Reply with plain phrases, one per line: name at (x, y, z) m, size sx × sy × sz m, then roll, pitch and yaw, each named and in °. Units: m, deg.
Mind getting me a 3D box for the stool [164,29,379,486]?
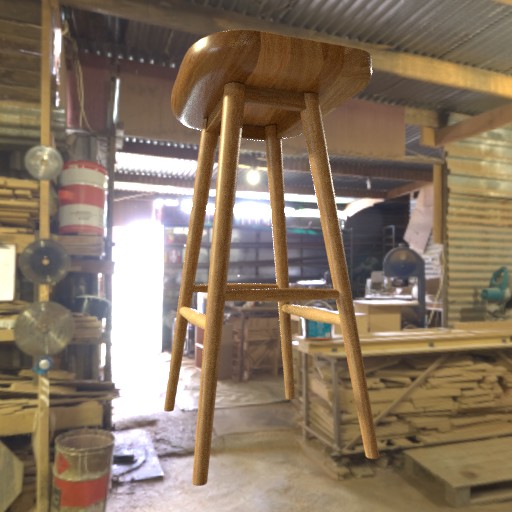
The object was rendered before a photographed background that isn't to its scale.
stool at (0.000, 0.000, 0.899) m, size 0.322 × 0.698 × 0.407 m, roll 1°, pitch -2°, yaw -18°
